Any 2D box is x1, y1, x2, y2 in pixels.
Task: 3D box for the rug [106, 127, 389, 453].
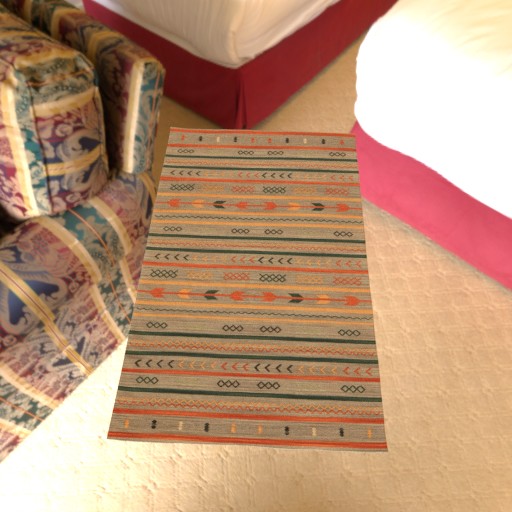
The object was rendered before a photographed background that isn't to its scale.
[{"bbox_3d":[0.000,0.000,3.042,1.537,0.029,2.439,2,59,1],"label":"rug"}]
